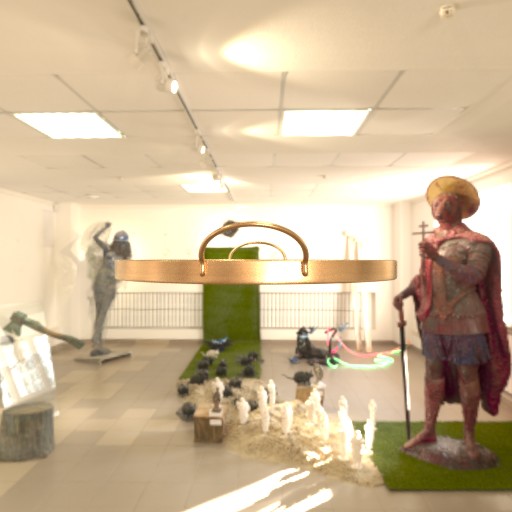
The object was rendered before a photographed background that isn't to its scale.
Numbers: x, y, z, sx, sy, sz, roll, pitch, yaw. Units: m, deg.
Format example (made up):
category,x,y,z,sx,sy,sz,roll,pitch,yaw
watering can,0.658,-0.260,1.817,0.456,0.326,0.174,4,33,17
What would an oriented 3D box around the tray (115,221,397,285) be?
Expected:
category,x,y,z,sx,sy,sz,roll,pitch,yaw
tray,0.000,0.000,0.722,0.438,0.069,0.543,0,0,1
